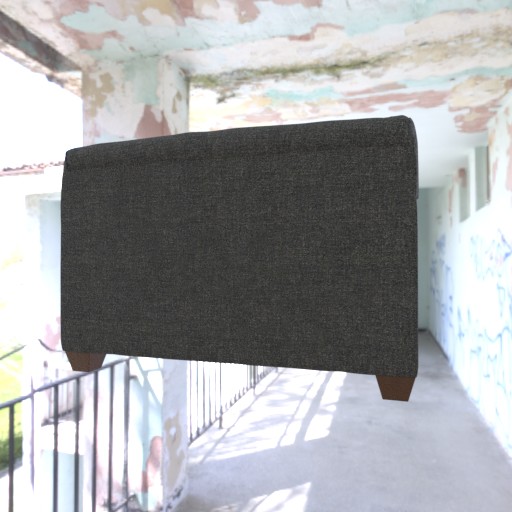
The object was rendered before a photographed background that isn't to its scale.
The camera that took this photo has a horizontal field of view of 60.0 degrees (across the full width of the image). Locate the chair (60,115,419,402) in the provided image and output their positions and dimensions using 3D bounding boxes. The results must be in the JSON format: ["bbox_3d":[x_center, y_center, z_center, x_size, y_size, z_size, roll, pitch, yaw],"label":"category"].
[{"bbox_3d":[0.000,0.000,2.048,1.383,0.948,1.000,0,-1,18],"label":"chair"}]
